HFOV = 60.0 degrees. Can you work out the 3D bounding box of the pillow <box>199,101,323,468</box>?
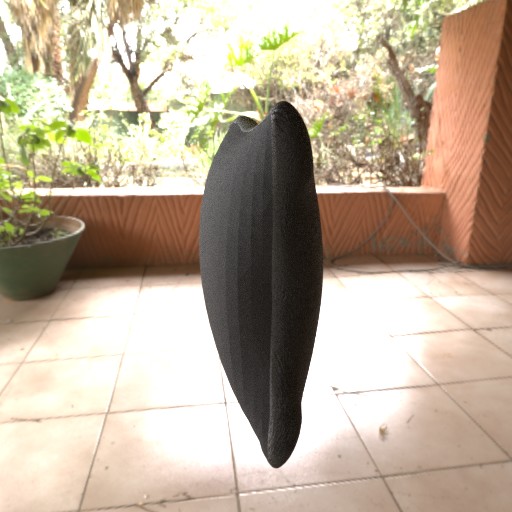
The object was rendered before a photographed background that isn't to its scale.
[{"bbox_3d":[0.000,0.000,0.831,0.210,0.523,0.533,-3,16,-9],"label":"pillow"}]
